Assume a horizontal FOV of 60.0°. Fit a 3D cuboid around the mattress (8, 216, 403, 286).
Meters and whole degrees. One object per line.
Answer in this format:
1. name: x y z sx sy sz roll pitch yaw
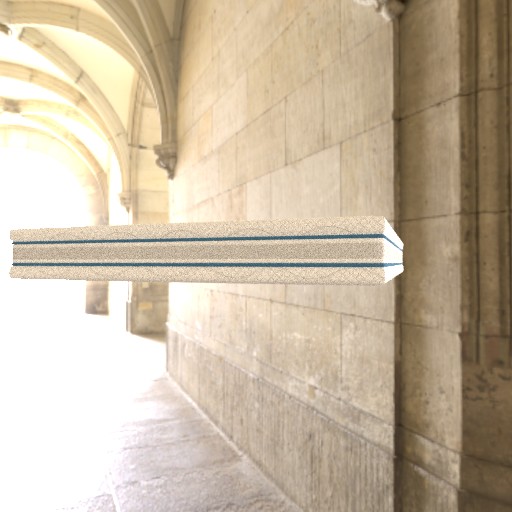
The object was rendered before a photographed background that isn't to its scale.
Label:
1. mattress: 0.000 0.000 2.617 1.600 0.230 2.000 0 -1 20
